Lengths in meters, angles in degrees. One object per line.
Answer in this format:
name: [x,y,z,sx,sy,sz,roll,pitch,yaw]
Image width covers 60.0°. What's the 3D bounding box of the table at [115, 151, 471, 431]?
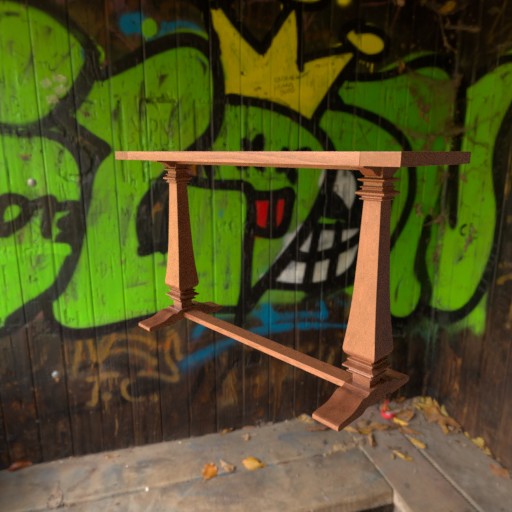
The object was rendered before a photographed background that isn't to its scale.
table: [0.000,0.000,1.855,0.461,0.852,1.478,-13,18,-43]
